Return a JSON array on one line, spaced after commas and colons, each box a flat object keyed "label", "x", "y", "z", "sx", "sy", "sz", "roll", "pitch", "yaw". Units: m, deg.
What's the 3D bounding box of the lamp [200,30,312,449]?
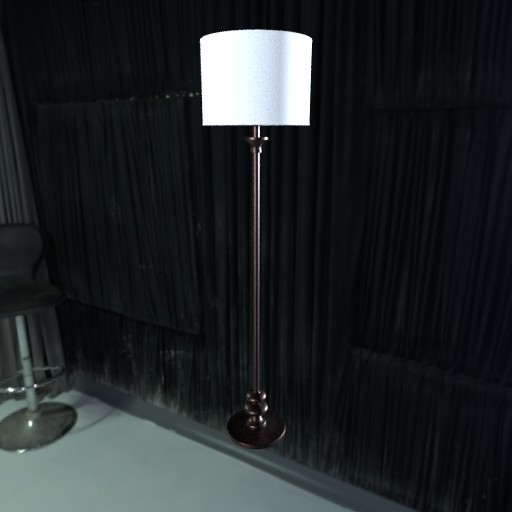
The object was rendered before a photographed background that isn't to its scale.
[{"label": "lamp", "x": 0.000, "y": 0.000, "z": 1.623, "sx": 0.356, "sy": 1.487, "sz": 0.356, "roll": 8, "pitch": 18, "yaw": 25}]
